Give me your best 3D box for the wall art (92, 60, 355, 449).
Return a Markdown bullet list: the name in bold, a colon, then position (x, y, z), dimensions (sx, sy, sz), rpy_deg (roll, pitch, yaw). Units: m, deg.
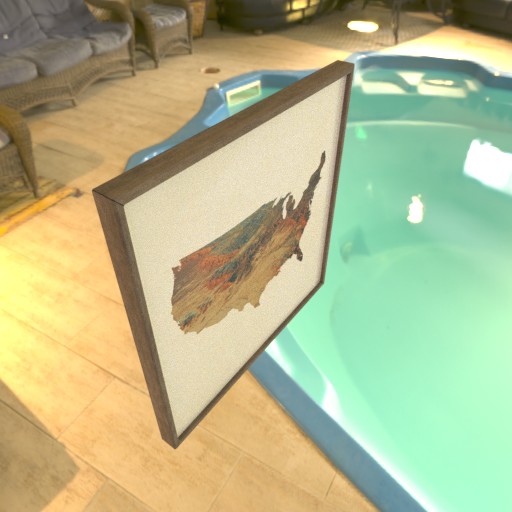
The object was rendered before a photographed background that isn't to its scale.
- **wall art**: position (0.000, 0.000, 1.113), dimensions (0.050, 0.751, 0.749), rpy_deg (26, 47, 27)
